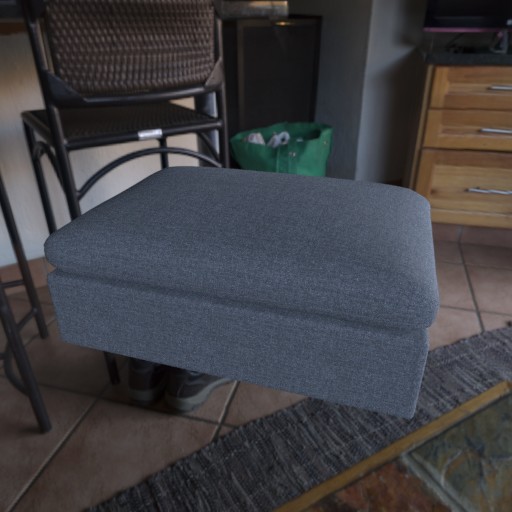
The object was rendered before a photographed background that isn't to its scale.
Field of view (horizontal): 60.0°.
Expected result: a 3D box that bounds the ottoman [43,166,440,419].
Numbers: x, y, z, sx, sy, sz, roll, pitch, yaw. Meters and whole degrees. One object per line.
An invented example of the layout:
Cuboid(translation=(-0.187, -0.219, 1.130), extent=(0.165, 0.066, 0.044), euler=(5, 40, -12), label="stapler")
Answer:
Cuboid(translation=(0.000, 0.000, 1.428), extent=(1.041, 0.483, 0.711), euler=(8, 29, 15), label="ottoman")
